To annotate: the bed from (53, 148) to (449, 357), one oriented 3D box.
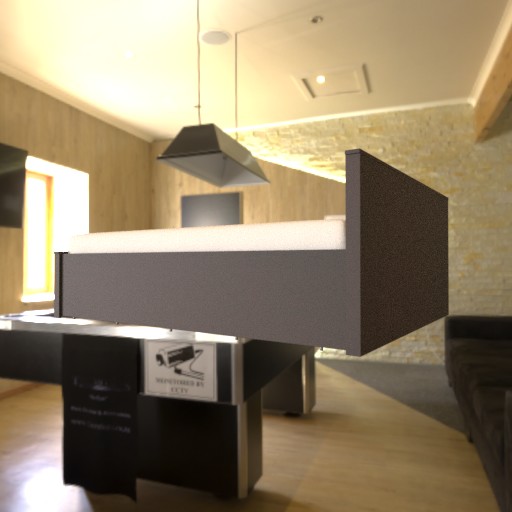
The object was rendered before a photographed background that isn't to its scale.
[{"bbox_3d":[0.000,0.000,2.983,2.103,0.808,1.634,0,-1,35],"label":"bed"}]
